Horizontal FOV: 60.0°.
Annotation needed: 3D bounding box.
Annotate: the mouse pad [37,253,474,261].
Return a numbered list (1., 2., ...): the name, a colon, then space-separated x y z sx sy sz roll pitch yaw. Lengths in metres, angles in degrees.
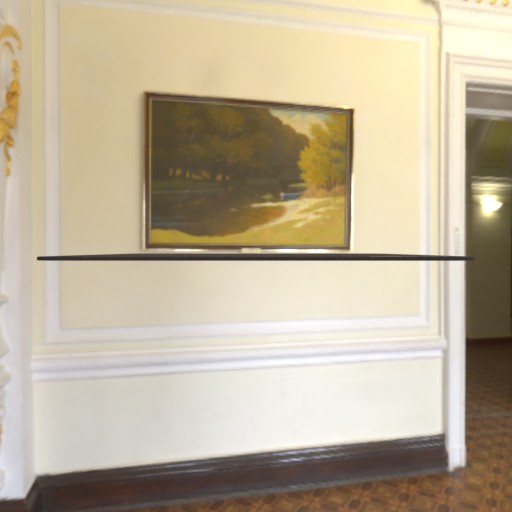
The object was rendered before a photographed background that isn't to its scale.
1. mouse pad: 0.000 0.000 0.343 0.249 0.002 0.211 0 1 0
